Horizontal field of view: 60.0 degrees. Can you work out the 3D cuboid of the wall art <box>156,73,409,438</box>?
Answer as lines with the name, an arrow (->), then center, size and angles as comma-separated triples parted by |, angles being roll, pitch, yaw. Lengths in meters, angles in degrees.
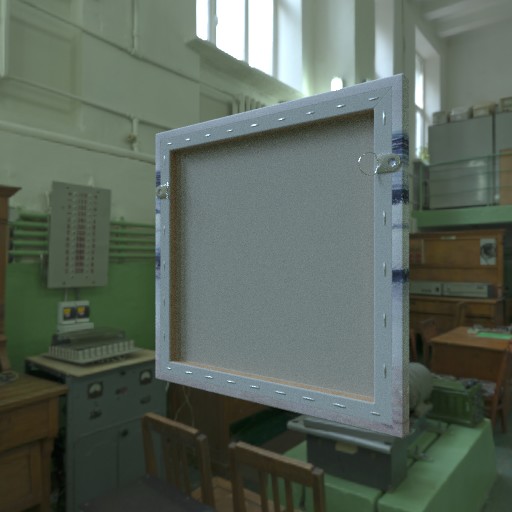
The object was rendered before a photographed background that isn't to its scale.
wall art -> 0.000, 0.000, 1.130 | 0.755, 0.747, 0.065 | 0, 0, 37
